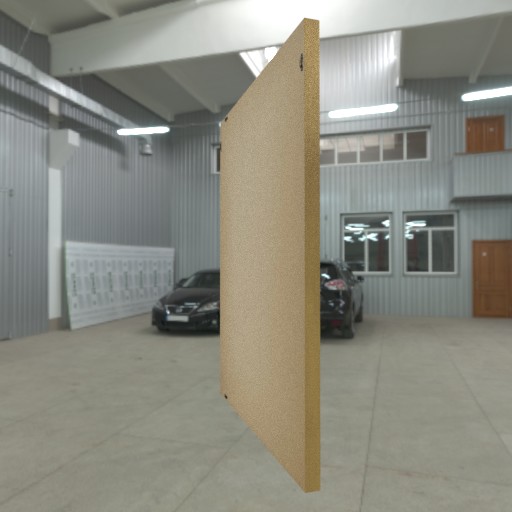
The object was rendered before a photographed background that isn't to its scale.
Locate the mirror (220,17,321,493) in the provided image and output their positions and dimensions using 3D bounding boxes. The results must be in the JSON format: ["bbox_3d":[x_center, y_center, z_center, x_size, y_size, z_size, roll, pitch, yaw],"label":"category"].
[{"bbox_3d":[0.000,0.000,1.313,0.041,1.016,0.762,0,-1,-18],"label":"mirror"}]
